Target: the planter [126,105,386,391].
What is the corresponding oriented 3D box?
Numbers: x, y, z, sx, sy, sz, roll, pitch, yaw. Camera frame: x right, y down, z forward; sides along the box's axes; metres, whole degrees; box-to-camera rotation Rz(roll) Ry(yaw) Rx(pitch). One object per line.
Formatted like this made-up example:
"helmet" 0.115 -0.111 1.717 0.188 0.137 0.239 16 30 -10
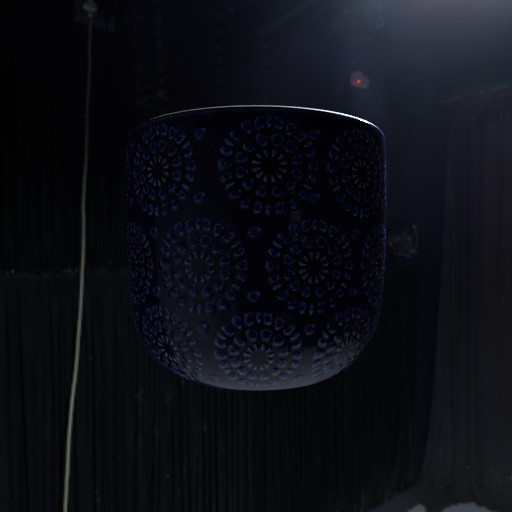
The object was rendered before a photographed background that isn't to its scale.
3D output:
"planter" 0.000 0.000 0.294 0.165 0.149 0.165 0 1 0
